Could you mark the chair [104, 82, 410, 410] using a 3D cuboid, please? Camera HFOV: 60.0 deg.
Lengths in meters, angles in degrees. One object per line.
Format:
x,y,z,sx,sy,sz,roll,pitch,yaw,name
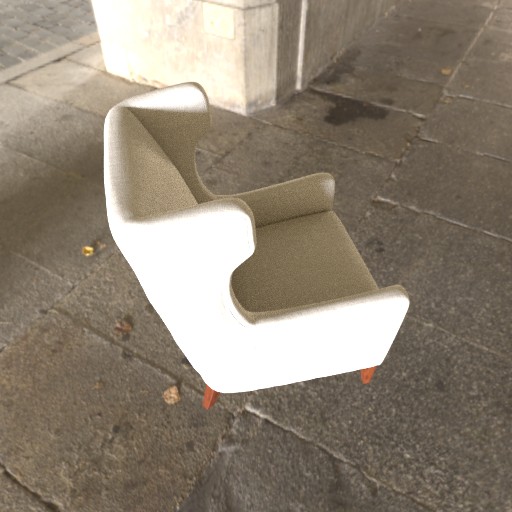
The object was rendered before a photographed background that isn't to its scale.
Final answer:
0.000,0.000,1.670,0.899,1.079,0.778,-11,47,-10,chair
